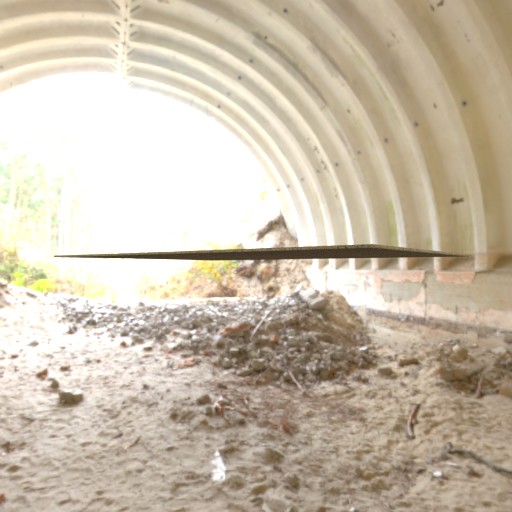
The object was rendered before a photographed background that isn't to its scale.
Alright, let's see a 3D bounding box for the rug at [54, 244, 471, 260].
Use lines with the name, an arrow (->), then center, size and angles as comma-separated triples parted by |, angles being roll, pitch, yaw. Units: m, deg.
rug -> 0.000, 0.000, 2.920 | 2.283, 0.013, 1.547 | -1, -2, 38
